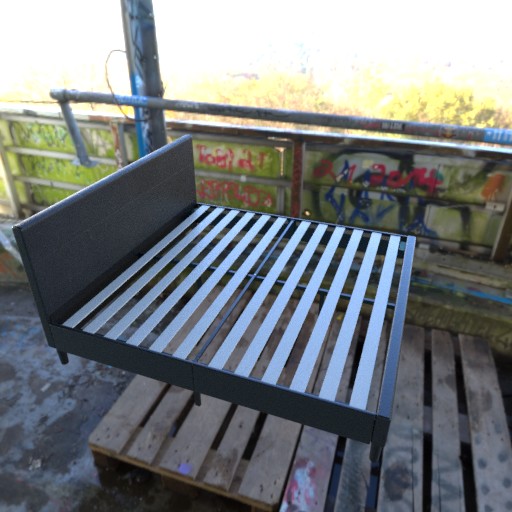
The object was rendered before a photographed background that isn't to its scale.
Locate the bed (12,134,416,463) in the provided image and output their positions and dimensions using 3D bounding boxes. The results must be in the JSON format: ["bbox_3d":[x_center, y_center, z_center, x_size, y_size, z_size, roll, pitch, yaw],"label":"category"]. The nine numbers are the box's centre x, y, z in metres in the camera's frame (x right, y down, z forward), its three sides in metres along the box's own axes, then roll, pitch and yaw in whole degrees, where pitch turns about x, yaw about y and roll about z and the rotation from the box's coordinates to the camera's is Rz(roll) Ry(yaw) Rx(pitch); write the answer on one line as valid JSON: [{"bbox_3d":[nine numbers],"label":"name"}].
[{"bbox_3d":[0.000,0.000,3.204,2.152,1.046,2.018,11,32,18],"label":"bed"}]
